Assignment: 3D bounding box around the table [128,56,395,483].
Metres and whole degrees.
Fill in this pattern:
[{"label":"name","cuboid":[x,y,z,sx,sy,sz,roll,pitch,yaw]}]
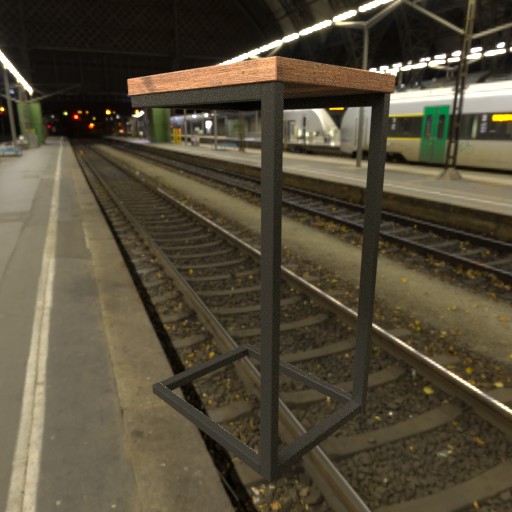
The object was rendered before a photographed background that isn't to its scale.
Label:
[{"label":"table","cuboid":[0.000,0.000,0.954,0.323,0.718,0.414,-15,22,-42]}]
